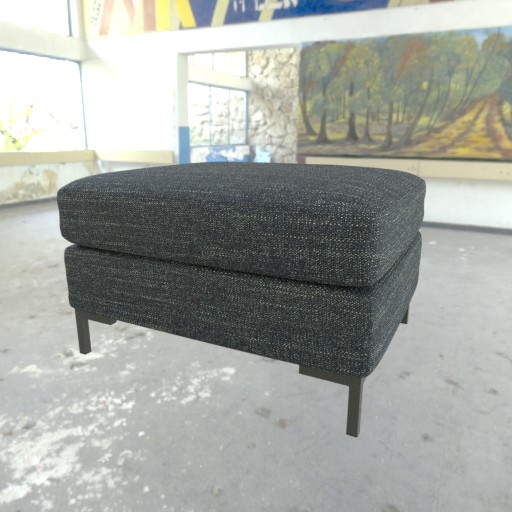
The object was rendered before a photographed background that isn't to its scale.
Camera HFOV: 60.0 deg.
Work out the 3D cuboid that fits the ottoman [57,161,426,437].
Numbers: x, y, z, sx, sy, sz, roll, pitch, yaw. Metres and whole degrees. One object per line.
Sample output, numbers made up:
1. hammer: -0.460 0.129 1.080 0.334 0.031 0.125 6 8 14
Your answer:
1. ottoman: 0.000 0.000 1.235 0.814 0.491 0.667 8 17 26
